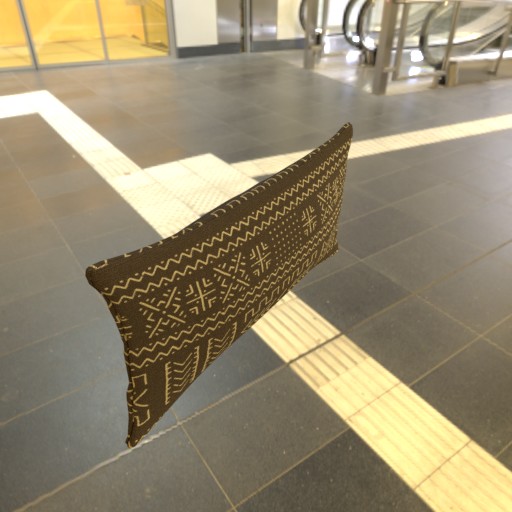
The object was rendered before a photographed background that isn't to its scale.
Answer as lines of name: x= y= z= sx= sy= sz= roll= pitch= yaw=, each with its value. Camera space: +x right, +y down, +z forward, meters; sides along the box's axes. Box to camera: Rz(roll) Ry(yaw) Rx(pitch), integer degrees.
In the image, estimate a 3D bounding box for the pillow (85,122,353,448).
pillow: x=0.000 y=0.000 z=0.792 sx=0.135 sy=0.322 sz=0.667 roll=22 pitch=39 yaw=29
